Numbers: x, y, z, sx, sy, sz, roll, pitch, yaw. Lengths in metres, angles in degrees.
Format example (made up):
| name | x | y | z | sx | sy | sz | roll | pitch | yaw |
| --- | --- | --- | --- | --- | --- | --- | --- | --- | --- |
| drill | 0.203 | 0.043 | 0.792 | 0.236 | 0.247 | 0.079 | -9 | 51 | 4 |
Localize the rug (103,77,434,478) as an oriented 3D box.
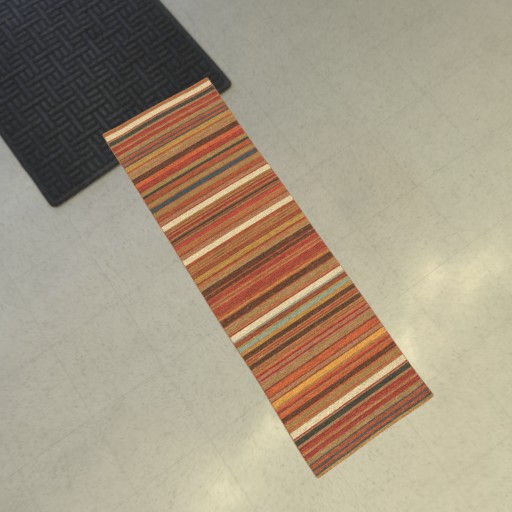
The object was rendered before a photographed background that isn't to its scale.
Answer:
| name | x | y | z | sx | sy | sz | roll | pitch | yaw |
| --- | --- | --- | --- | --- | --- | --- | --- | --- | --- |
| rug | 0.000 | 0.000 | 2.679 | 0.799 | 0.030 | 2.444 | -32 | 78 | -7 |
